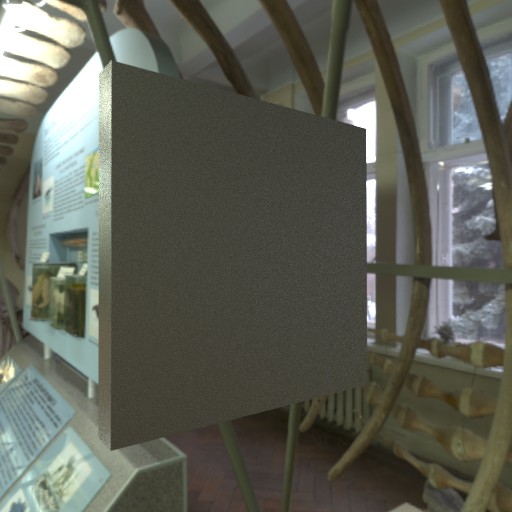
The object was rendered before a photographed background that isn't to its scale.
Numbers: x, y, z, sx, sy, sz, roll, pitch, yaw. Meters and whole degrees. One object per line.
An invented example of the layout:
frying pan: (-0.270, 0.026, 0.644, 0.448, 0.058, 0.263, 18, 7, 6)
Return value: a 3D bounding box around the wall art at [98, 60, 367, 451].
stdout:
wall art: (0.000, 0.000, 0.515, 0.350, 0.350, 0.038, 0, 0, -37)
